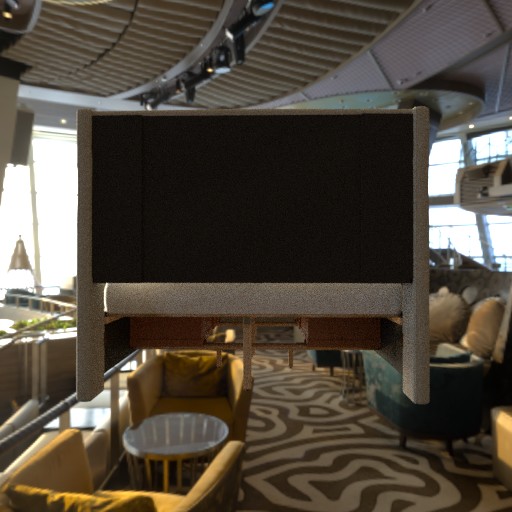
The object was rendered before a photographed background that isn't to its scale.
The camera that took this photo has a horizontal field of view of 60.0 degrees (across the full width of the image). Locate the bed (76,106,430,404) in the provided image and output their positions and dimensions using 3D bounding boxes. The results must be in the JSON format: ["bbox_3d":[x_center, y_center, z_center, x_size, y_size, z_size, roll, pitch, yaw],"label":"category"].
[{"bbox_3d":[0.000,0.000,3.322,1.774,1.491,2.222,0,0,1],"label":"bed"}]
